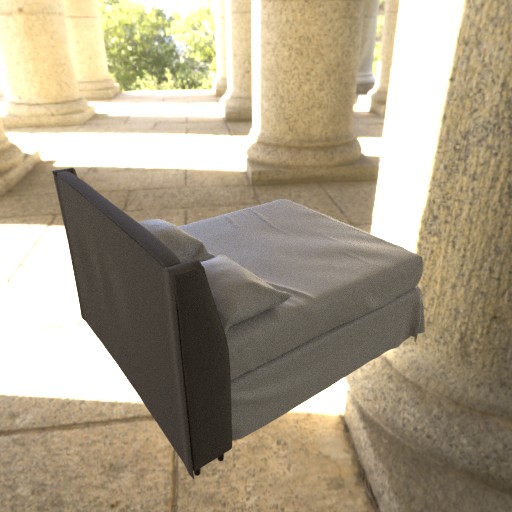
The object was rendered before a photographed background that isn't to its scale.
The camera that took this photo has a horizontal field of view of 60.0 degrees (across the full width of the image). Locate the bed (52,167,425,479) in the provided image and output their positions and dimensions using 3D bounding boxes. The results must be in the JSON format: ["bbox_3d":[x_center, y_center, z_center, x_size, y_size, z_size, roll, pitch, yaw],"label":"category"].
[{"bbox_3d":[0.000,0.000,3.388,2.276,1.332,1.925,-19,33,-32],"label":"bed"}]
